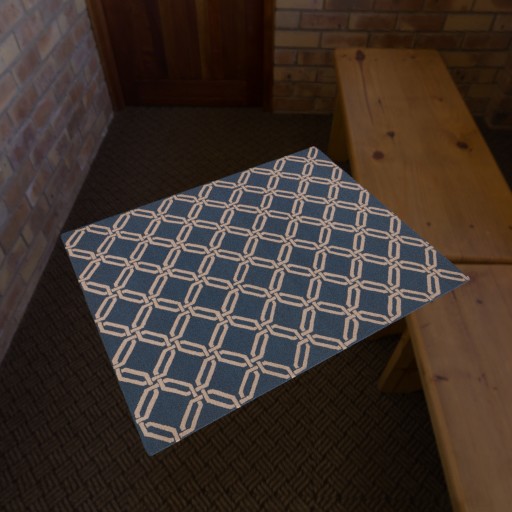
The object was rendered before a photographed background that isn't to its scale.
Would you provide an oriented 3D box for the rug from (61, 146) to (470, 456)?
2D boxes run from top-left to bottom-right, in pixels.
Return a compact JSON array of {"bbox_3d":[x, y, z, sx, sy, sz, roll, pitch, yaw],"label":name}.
[{"bbox_3d":[0.000,0.000,3.908,2.867,0.020,2.277,-23,52,-20],"label":"rug"}]
